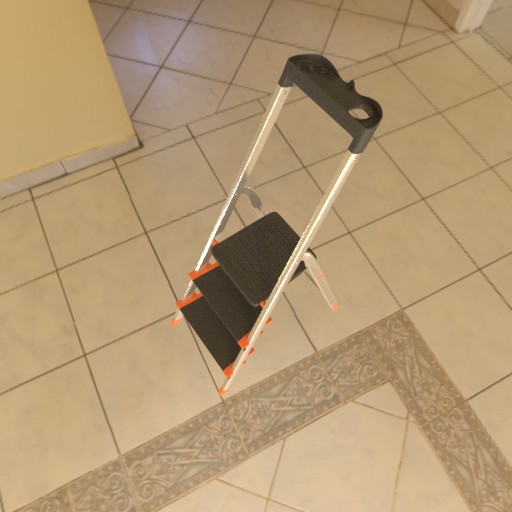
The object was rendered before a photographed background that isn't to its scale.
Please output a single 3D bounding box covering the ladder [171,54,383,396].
[{"bbox_3d":[0.000,0.000,1.538,0.686,1.229,0.416,-33,68,-16],"label":"ladder"}]
